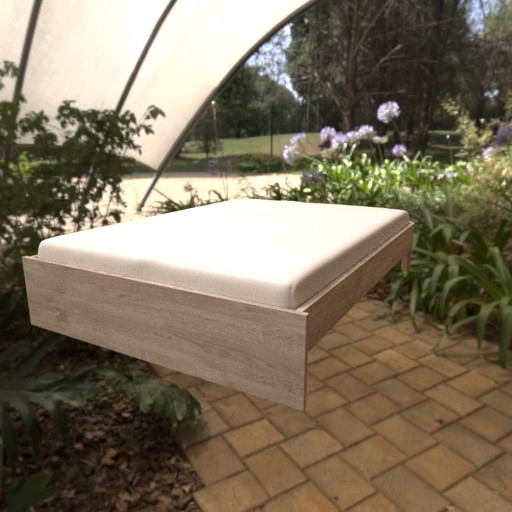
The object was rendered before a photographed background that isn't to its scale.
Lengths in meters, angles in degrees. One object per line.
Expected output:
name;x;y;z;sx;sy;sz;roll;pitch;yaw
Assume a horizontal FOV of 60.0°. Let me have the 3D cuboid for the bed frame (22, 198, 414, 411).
bed frame;0.000;0.000;2.633;1.490;0.462;1.950;8;17;29
